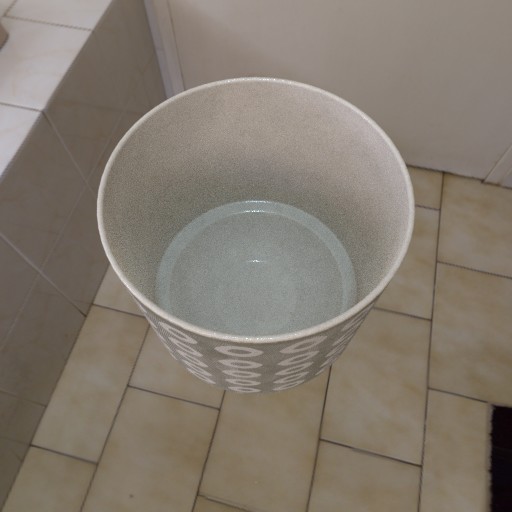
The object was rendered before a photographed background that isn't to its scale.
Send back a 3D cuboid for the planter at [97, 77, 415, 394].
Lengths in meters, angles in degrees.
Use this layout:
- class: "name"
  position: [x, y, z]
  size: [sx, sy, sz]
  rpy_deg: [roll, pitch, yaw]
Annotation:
- class: "planter"
  position: [0.000, 0.000, 0.348]
  size: [0.190, 0.181, 0.190]
  rpy_deg: [0, 63, 0]
